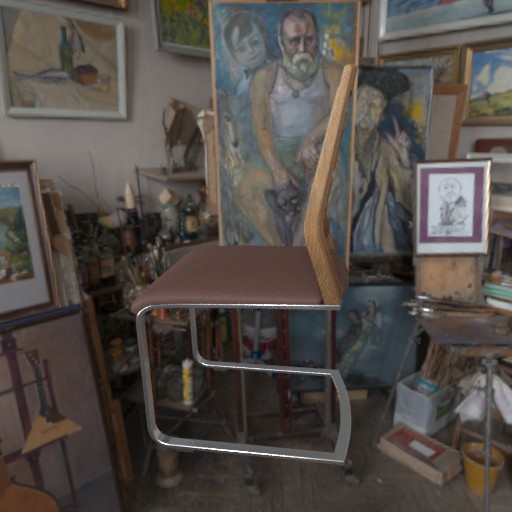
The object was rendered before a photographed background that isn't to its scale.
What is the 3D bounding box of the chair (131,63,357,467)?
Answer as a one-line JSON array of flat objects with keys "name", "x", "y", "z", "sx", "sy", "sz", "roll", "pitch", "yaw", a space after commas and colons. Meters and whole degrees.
[{"name": "chair", "x": 0.000, "y": 0.000, "z": 1.242, "sx": 0.570, "sy": 0.970, "sz": 0.460, "roll": 2, "pitch": 15, "yaw": 8}]
